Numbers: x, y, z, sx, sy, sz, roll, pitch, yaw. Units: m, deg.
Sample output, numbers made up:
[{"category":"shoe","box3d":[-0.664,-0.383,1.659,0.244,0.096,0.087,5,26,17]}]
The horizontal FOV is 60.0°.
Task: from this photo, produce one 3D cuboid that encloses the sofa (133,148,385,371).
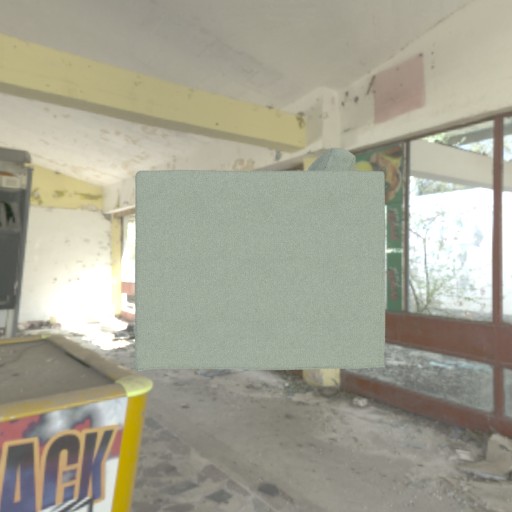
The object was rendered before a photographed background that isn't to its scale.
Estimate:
[{"category":"sofa","box3d":[0.000,0.000,2.747,0.962,0.853,2.312,0,-1,0]}]
